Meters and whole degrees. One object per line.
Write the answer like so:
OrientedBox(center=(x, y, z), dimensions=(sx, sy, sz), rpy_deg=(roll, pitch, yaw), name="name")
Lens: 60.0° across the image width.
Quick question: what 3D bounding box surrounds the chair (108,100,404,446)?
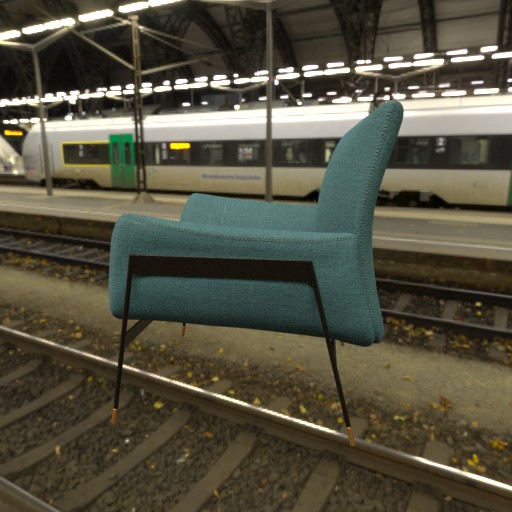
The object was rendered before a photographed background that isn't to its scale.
OrientedBox(center=(0.000, 0.000, 1.416), dimensions=(0.769, 0.859, 0.678), rpy_deg=(2, 13, 8), name="chair")
